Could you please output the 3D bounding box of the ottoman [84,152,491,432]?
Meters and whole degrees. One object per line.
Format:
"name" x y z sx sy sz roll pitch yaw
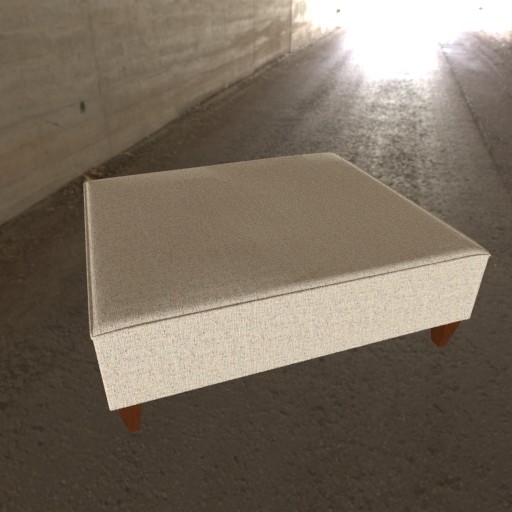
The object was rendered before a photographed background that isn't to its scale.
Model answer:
"ottoman" 0.000 0.000 1.212 0.835 0.303 0.736 -10 32 -16
